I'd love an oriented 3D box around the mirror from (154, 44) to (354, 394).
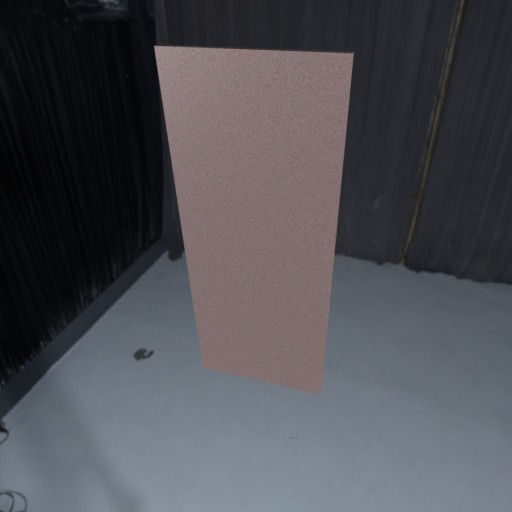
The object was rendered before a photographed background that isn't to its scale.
[{"bbox_3d":[0.000,0.000,2.343,0.812,2.020,0.221,9,32,14],"label":"mirror"}]
